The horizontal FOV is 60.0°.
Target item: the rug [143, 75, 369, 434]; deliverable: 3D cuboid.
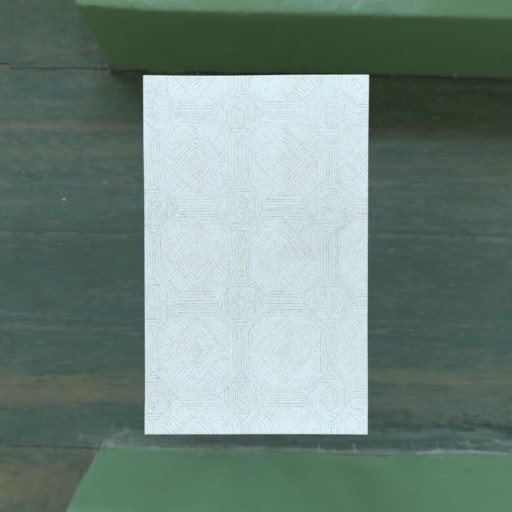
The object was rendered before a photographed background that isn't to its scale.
[{"bbox_3d":[0.000,0.000,3.007,1.524,0.008,2.440,0,91,0],"label":"rug"}]
